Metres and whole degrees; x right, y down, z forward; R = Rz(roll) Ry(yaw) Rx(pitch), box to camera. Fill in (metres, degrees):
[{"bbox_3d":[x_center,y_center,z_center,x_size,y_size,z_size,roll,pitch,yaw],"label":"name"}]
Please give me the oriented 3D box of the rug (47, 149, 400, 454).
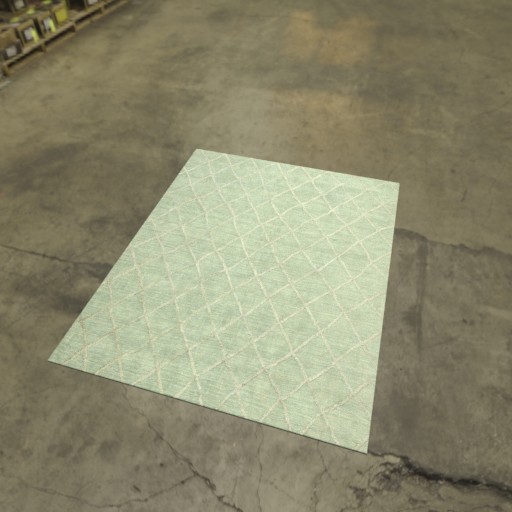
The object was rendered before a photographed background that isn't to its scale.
[{"bbox_3d":[0.000,0.000,4.148,2.420,0.019,3.039,12,47,11],"label":"rug"}]
